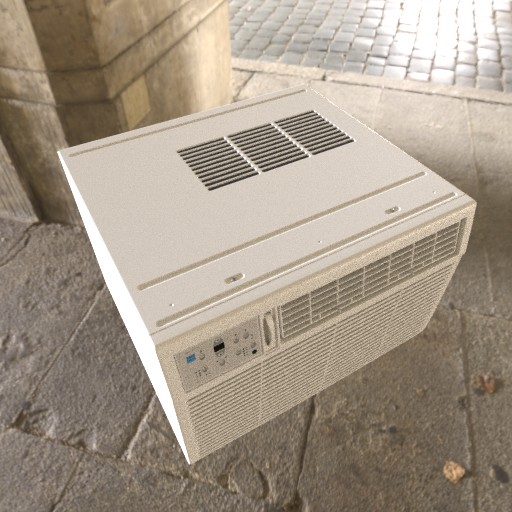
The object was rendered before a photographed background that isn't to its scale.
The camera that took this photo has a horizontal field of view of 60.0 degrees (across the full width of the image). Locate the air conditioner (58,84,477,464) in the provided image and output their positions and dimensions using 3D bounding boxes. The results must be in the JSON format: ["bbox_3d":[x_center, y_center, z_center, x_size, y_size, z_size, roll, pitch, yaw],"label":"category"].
[{"bbox_3d":[0.000,0.000,1.049,0.645,0.455,0.599,-23,50,-21],"label":"air conditioner"}]
